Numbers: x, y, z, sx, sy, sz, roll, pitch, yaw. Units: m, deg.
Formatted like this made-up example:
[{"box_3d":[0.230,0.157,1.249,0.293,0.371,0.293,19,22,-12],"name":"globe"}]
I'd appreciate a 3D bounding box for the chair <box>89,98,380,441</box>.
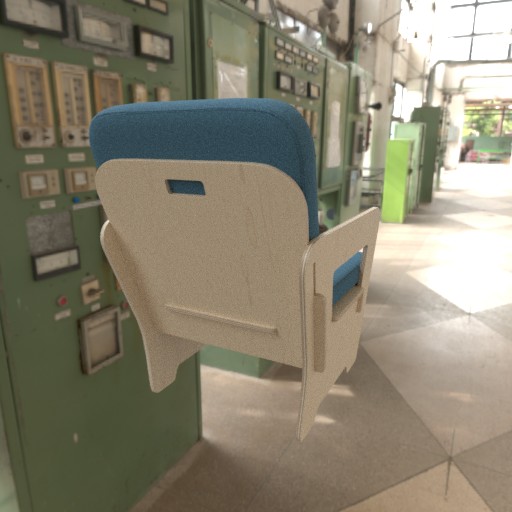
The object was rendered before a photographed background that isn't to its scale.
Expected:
[{"box_3d":[0.000,0.000,1.182,0.547,0.747,0.657,8,17,27],"name":"chair"}]
